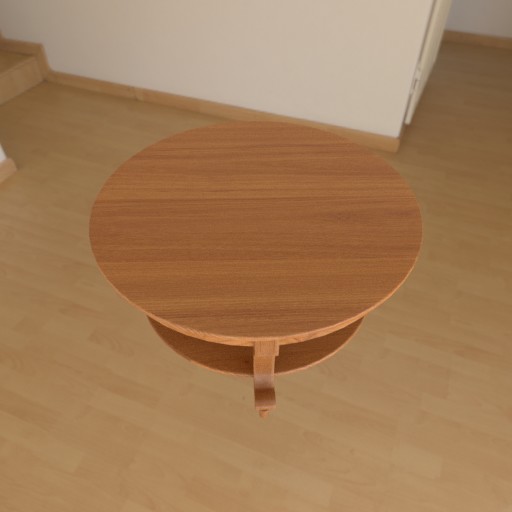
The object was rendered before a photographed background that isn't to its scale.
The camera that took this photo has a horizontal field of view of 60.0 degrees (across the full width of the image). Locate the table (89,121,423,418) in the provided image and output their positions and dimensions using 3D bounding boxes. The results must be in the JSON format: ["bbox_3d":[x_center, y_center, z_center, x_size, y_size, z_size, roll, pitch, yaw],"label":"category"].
[{"bbox_3d":[0.000,0.000,1.575,1.029,0.490,1.029,0,45,0],"label":"table"}]
